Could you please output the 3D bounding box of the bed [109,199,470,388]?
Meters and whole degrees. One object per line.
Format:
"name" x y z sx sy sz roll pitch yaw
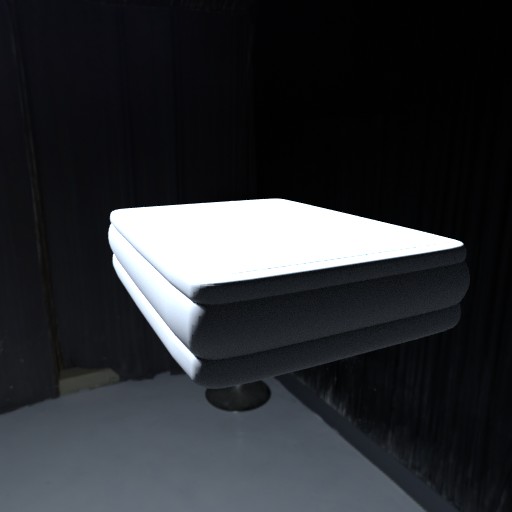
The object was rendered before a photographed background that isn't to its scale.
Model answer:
"bed" 0.000 0.000 2.751 1.520 0.460 2.036 -7 17 -26
